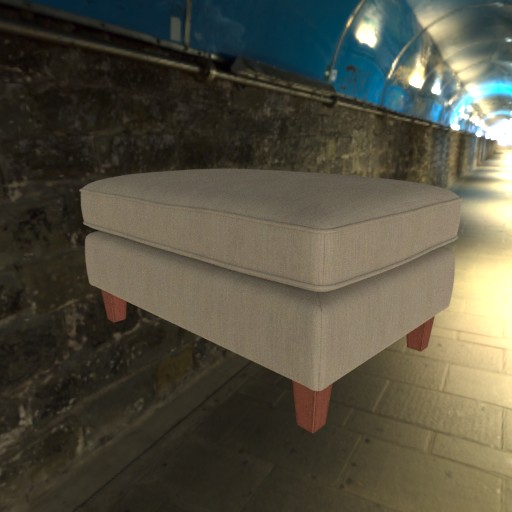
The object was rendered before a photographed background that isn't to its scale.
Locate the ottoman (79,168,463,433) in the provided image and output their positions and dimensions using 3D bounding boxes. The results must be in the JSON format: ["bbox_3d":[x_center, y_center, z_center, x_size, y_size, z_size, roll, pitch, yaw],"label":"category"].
[{"bbox_3d":[0.000,0.000,1.290,0.941,0.480,0.636,14,20,42],"label":"ottoman"}]
